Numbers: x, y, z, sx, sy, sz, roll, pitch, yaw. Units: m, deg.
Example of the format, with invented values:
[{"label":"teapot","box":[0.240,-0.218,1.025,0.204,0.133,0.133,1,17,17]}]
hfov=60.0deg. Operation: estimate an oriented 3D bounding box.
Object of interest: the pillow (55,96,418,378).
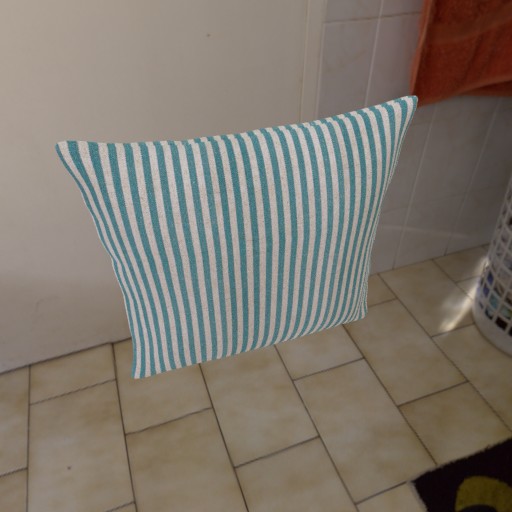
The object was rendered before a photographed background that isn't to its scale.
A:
[{"label":"pillow","box":[0.000,0.000,0.774,0.523,0.510,0.166,-12,42,-14]}]
